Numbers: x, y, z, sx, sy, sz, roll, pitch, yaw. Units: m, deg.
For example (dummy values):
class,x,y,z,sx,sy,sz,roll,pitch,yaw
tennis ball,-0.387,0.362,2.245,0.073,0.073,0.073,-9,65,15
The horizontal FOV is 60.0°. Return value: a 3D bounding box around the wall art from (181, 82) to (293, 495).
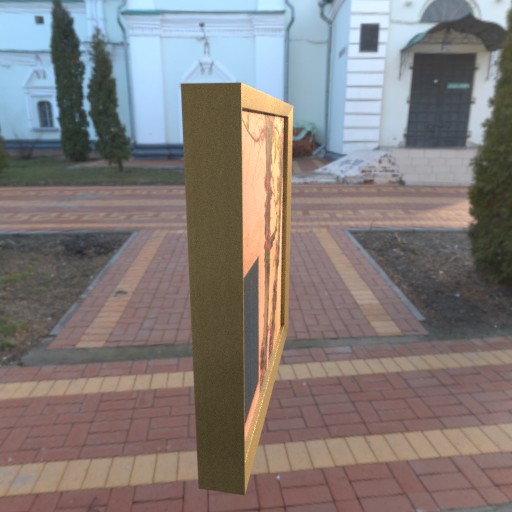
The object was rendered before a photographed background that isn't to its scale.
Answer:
class,x,y,z,sx,sy,sz,roll,pitch,yaw
wall art,0.000,0.000,0.454,0.038,0.305,0.304,3,16,10
